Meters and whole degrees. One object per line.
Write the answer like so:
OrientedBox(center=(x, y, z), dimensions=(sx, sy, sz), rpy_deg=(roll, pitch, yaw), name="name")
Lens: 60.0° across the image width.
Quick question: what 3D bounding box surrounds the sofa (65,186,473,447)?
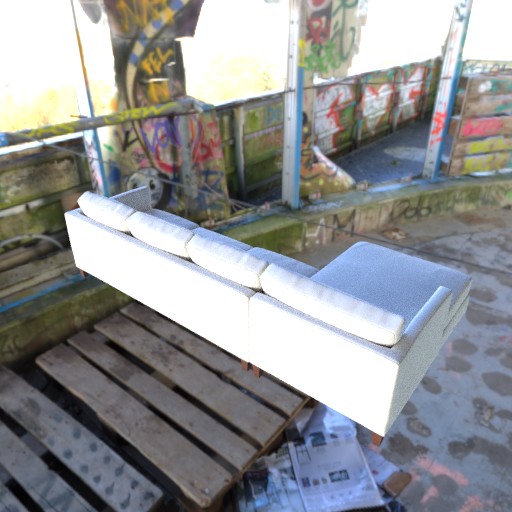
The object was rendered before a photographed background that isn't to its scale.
OrientedBox(center=(0.000, 0.000, 3.834), dimensions=(3.186, 0.861, 1.625), rpy_deg=(21, 36, 33), name="sofa")
